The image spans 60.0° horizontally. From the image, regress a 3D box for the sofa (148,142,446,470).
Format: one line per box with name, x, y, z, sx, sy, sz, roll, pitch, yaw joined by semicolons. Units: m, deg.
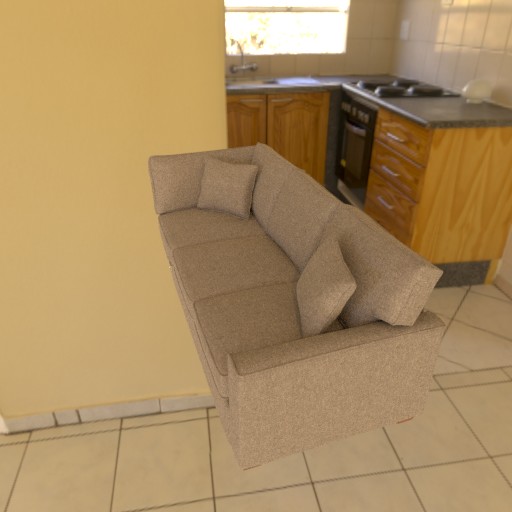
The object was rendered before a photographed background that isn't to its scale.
sofa;0.000;0.000;2.886;1.061;0.962;2.317;-9;30;-17
